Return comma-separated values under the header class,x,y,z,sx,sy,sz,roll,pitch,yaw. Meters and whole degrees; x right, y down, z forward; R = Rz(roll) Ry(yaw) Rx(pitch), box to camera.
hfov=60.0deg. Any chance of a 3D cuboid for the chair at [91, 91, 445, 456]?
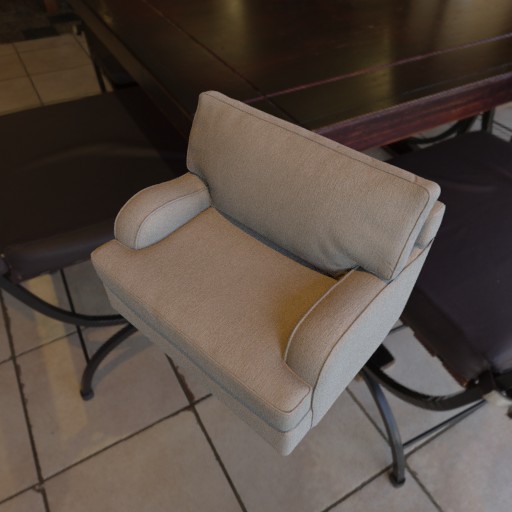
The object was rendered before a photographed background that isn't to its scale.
class,x,y,z,sx,sy,sz,roll,pitch,yaw
chair,0.000,0.000,2.030,1.220,1.016,1.041,32,53,28
